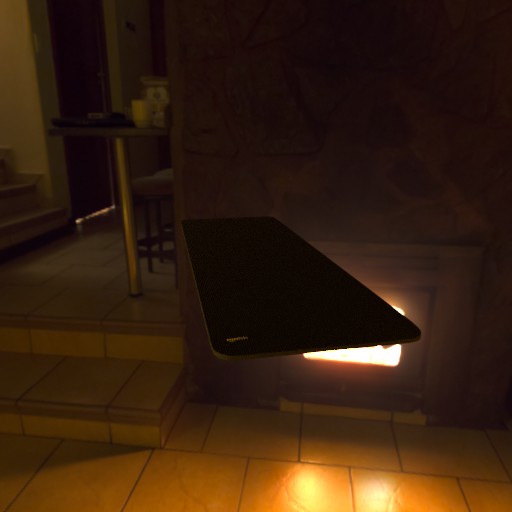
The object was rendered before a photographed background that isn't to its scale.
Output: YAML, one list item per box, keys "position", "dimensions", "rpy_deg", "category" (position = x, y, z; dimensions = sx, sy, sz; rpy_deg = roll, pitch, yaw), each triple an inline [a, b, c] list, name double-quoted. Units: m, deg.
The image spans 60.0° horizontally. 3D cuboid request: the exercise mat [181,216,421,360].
- position: [0.000, 0.000, 2.082]
  dimensions: [0.616, 0.021, 1.869]
  rpy_deg: [-3, 16, -12]
  category: "exercise mat"
